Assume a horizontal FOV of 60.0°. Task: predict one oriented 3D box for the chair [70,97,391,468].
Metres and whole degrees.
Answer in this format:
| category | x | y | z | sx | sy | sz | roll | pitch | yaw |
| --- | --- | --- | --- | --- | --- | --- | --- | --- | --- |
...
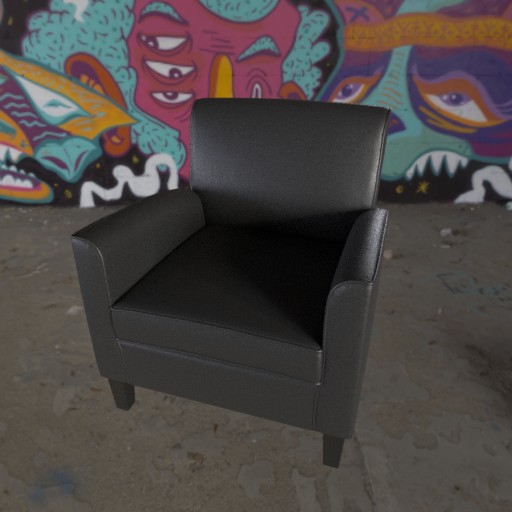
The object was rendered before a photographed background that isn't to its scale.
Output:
| category | x | y | z | sx | sy | sz | roll | pitch | yaw |
| --- | --- | --- | --- | --- | --- | --- | --- | --- | --- |
| chair | 0.000 | 0.000 | 1.503 | 0.820 | 0.916 | 0.819 | 9 | 28 | 16 |
